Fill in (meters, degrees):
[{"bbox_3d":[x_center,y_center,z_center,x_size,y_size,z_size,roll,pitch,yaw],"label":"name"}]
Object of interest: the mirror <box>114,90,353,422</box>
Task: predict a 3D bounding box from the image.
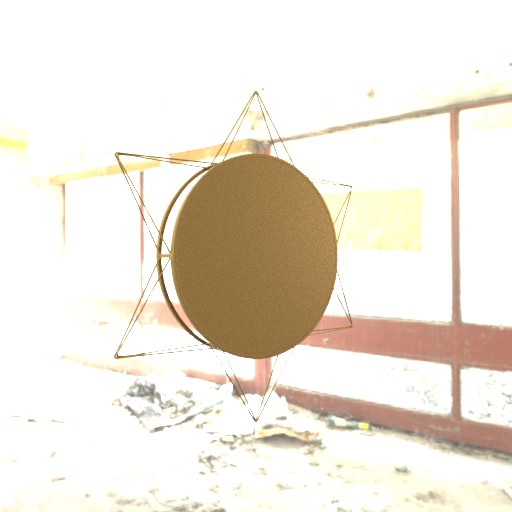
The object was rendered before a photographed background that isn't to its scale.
[{"bbox_3d":[0.000,0.000,0.777,0.498,0.581,0.062,0,-1,-36],"label":"mirror"}]
